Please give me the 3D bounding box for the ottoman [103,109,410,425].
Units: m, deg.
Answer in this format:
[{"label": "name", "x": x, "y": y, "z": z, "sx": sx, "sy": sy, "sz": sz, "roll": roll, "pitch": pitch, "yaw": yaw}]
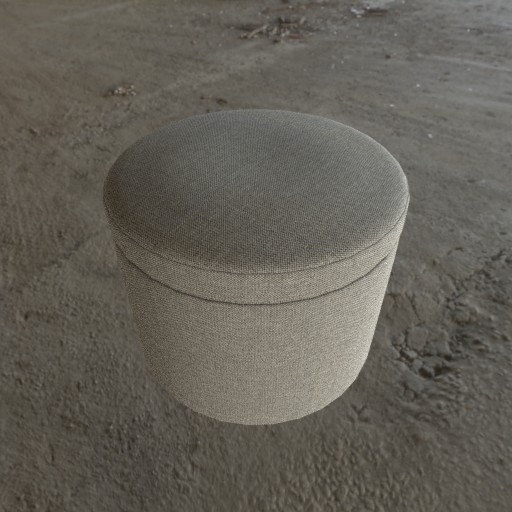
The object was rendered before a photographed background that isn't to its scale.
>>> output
[{"label": "ottoman", "x": 0.000, "y": 0.000, "z": 0.862, "sx": 0.500, "sy": 0.419, "sz": 0.500, "roll": 0, "pitch": 41, "yaw": 0}]
